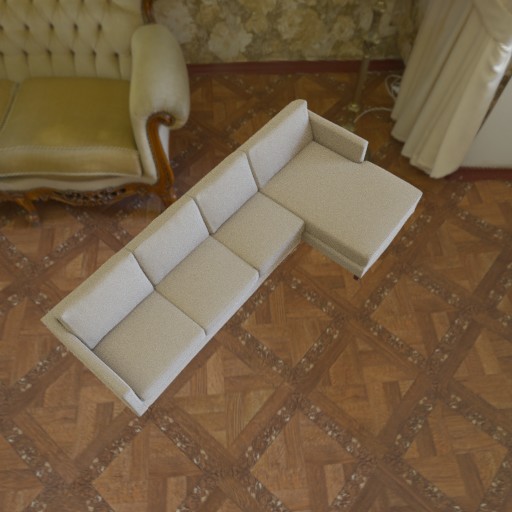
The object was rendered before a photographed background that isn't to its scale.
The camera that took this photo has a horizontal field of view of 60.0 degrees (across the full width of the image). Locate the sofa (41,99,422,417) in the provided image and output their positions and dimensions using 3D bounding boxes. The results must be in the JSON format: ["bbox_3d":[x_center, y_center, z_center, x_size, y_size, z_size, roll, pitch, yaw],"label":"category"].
[{"bbox_3d":[0.000,0.000,3.910,1.625,0.861,3.186,35,65,19],"label":"sofa"}]
